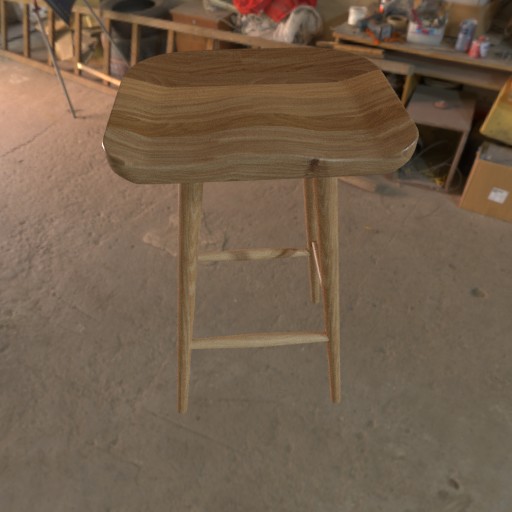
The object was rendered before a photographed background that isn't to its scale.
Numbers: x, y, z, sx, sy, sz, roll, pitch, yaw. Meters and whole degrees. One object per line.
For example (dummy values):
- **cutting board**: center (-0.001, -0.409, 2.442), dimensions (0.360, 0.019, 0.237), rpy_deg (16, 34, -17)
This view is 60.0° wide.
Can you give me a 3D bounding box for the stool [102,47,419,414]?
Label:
- **stool**: center (0.000, 0.000, 0.902), dimensions (0.407, 0.698, 0.322), rpy_deg (-3, 46, -3)
